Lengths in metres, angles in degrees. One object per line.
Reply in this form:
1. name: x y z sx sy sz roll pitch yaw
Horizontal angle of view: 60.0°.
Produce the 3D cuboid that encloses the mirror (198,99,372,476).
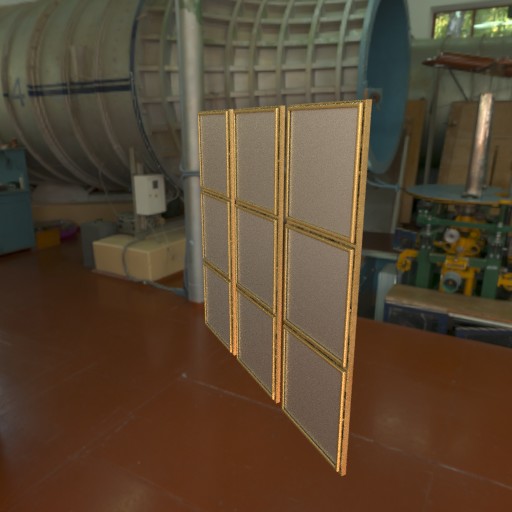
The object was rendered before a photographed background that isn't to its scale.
1. mirror: 0.000 0.000 1.457 0.023 0.926 1.011 -8 18 -25
